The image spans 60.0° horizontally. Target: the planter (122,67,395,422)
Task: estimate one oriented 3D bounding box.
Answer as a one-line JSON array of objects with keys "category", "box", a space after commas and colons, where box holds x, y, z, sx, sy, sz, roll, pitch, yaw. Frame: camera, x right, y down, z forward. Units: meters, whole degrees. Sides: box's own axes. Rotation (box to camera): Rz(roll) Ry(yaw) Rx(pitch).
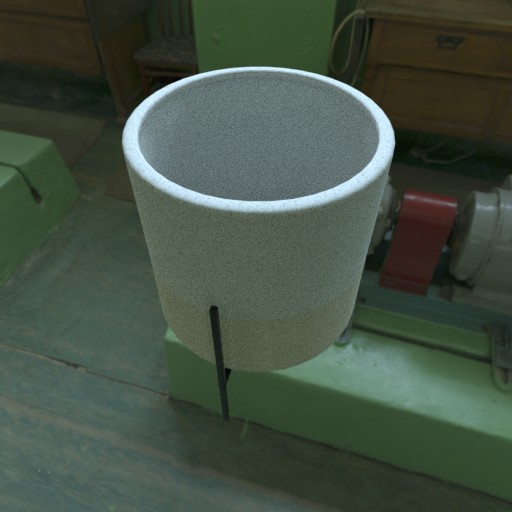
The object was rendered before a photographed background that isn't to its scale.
[{"category": "planter", "box": [0.000, 0.000, 0.656, 0.313, 0.423, 0.335, 12, 48, 11]}]
